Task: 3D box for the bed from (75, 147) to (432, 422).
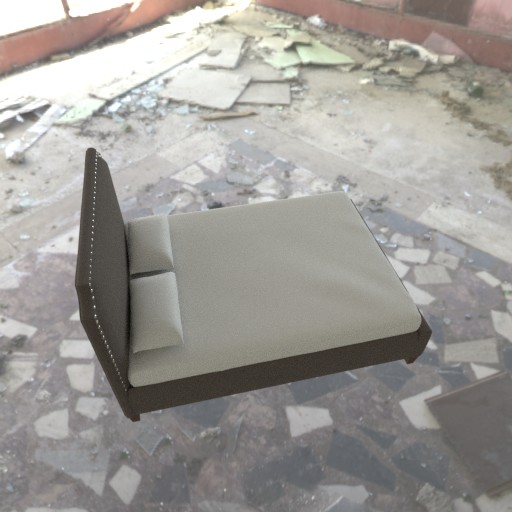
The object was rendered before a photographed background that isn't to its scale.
[{"bbox_3d":[0.000,0.000,3.549,2.372,1.443,1.713,-9,46,-9],"label":"bed"}]
